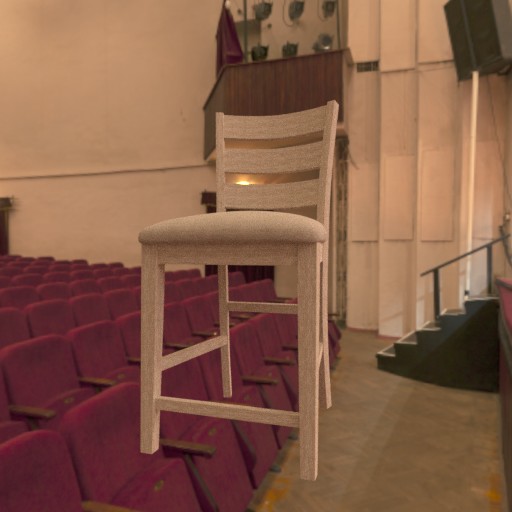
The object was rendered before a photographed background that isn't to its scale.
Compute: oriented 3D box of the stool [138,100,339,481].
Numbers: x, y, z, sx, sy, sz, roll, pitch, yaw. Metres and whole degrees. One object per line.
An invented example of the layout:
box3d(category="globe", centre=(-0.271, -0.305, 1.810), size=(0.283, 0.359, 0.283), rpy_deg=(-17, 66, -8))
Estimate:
box3d(category="stool", centre=(0.000, 0.000, 1.344), size=(0.484, 1.032, 0.569), rpy_deg=(0, 1, 18))
